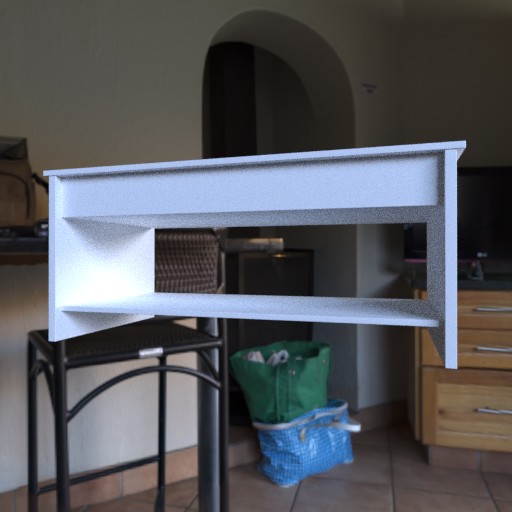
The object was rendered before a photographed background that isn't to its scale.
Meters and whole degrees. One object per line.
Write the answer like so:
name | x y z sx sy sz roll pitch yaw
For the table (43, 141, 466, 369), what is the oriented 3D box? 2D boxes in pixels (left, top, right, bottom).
table | 0.000 0.000 1.238 1.000 0.441 0.500 0 0 17
